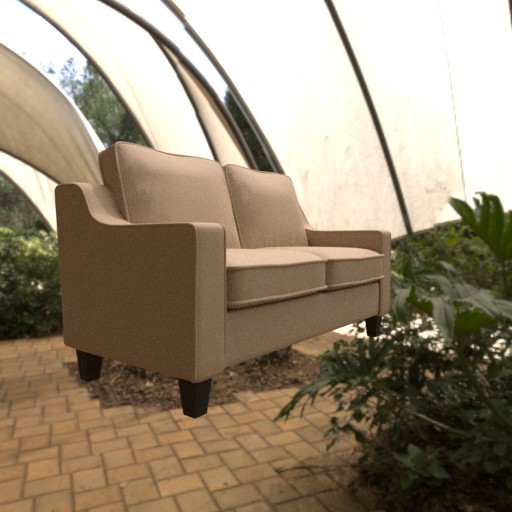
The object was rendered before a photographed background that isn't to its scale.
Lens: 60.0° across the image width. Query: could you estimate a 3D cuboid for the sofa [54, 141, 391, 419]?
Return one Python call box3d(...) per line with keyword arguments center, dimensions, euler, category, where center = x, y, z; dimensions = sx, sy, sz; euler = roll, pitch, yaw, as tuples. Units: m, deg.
box3d(center=(0.000, 0.000, 3.520), dimensions=(1.351, 1.562, 2.587), euler=(2, 3, 37), category="sofa")
